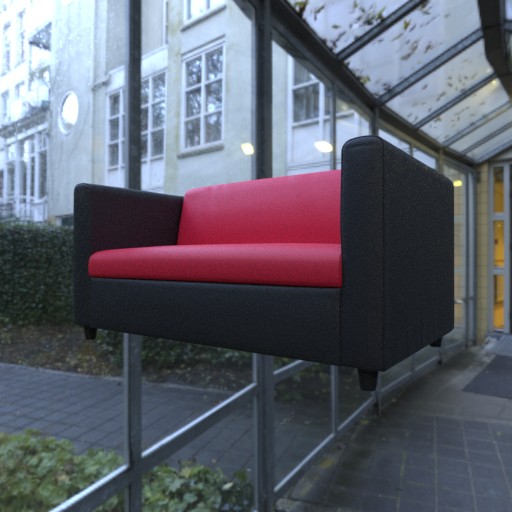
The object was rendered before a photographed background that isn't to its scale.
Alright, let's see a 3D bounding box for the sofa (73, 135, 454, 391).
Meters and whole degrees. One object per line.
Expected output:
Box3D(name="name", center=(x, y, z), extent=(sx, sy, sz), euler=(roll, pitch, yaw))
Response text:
Box3D(name="sofa", center=(0.000, 0.000, 1.886), extent=(1.410, 0.735, 0.845), euler=(0, 0, 36))
